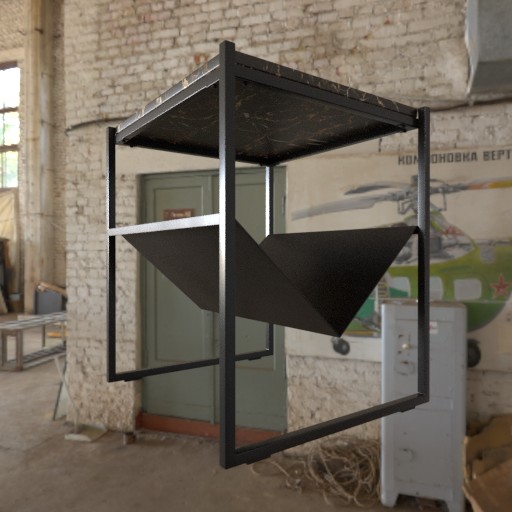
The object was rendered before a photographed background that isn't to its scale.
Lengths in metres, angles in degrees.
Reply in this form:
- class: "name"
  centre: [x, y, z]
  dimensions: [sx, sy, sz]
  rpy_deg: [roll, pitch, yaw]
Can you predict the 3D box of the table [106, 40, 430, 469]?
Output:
- class: "table"
  centre: [0.000, 0.000, 0.859]
  dimensions: [0.432, 0.534, 0.469]
  rpy_deg: [0, 0, -36]
